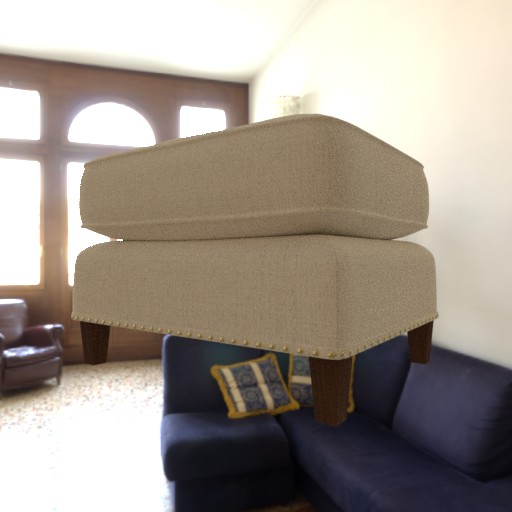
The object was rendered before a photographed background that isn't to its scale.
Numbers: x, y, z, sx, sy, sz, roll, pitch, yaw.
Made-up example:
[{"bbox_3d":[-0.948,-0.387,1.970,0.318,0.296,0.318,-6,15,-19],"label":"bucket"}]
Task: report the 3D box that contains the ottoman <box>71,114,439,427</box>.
[{"bbox_3d":[0.000,0.000,1.108,0.738,0.537,0.589,0,0,36],"label":"ottoman"}]
